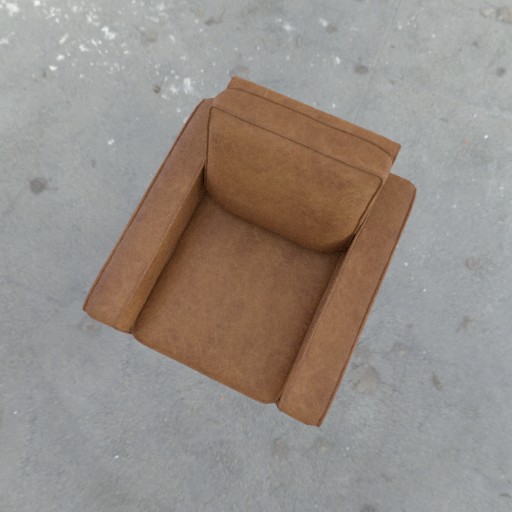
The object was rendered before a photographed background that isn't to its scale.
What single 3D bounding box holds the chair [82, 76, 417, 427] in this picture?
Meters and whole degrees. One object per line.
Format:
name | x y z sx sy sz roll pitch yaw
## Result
chair | 0.000 0.000 1.776 0.987 0.901 1.027 22 77 5
